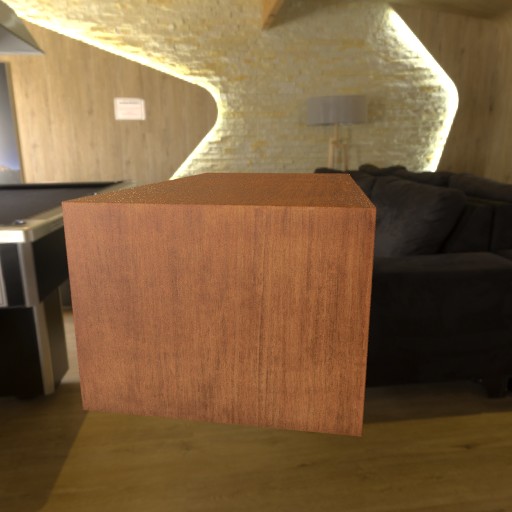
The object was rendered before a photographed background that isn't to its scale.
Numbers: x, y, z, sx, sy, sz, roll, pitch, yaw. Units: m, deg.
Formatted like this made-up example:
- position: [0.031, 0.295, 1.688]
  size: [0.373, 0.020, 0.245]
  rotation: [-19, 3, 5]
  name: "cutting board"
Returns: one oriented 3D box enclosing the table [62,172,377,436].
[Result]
- position: [0.000, 0.000, 1.280]
  size: [0.549, 0.419, 1.000]
  rotation: [2, 14, 9]
  name: "table"
